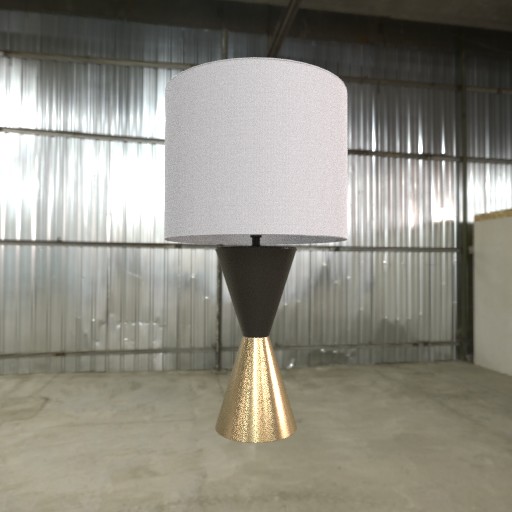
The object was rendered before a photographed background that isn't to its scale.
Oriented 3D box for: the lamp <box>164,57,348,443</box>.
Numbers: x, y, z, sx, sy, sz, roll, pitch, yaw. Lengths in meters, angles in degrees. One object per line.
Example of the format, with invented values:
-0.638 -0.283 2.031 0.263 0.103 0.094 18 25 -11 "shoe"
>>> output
0.000 0.000 0.749 0.304 0.573 0.304 0 -1 19 "lamp"
